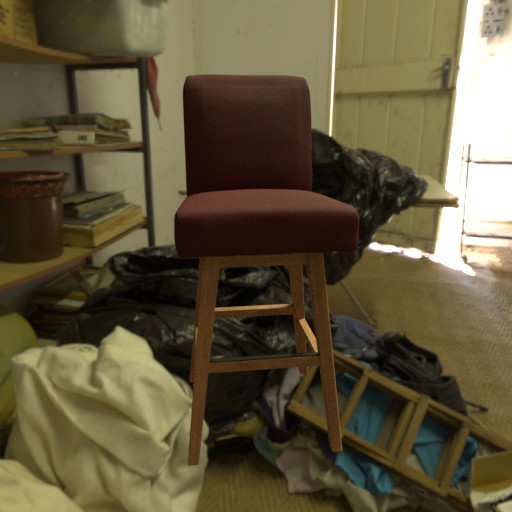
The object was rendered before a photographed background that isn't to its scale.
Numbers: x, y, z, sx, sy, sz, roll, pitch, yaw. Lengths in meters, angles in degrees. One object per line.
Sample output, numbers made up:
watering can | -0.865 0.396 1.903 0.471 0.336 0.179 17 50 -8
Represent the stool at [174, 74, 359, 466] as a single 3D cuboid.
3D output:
stool | 0.000 0.000 1.375 0.468 1.093 0.562 -2 17 -7
